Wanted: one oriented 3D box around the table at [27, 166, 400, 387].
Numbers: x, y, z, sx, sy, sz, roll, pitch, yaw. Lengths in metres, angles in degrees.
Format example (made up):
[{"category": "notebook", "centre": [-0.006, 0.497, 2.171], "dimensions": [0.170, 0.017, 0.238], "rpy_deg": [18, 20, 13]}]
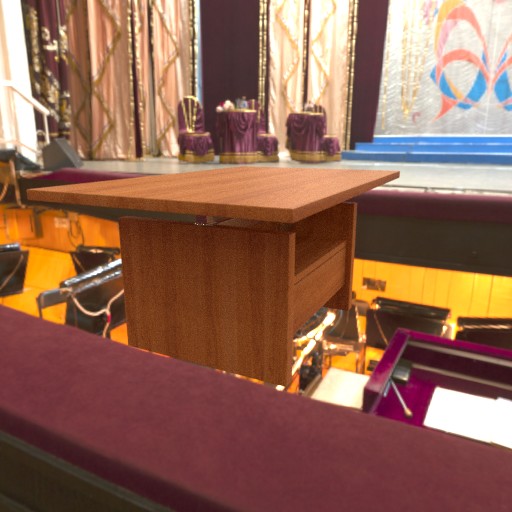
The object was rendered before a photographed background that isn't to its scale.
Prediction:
[{"category": "table", "centre": [0.000, 0.000, 1.467], "dimensions": [0.700, 0.510, 1.100], "rpy_deg": [7, 16, 26]}]
